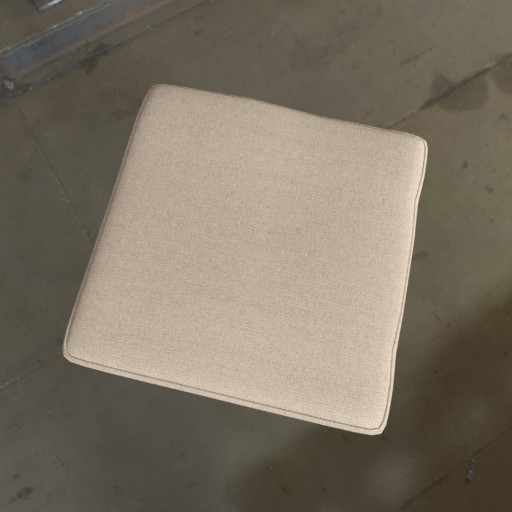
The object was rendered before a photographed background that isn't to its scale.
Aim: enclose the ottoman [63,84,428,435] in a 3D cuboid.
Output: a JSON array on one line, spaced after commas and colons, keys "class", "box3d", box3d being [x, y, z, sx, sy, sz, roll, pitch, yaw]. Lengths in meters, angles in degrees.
[{"class": "ottoman", "box3d": [0.000, 0.000, 1.355, 0.838, 0.481, 0.838, 13, 76, 3]}]
